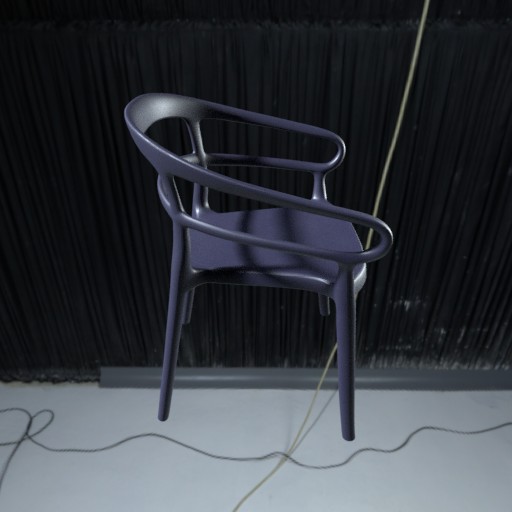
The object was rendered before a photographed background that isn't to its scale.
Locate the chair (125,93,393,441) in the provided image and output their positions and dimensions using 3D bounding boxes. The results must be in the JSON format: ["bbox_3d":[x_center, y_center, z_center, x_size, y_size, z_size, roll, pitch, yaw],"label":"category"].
[{"bbox_3d":[0.000,0.000,1.127,0.527,0.761,0.559,0,31,1],"label":"chair"}]
